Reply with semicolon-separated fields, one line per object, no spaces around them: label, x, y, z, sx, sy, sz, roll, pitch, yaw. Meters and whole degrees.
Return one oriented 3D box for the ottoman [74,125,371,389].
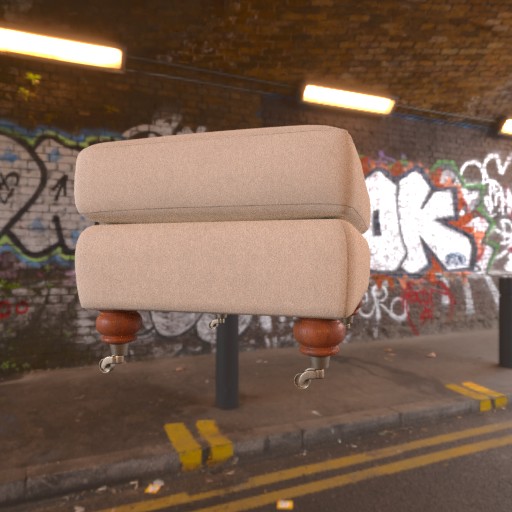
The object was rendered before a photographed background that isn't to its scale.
ottoman;0.000;0.000;1.164;0.569;0.499;0.773;0;-1;16
